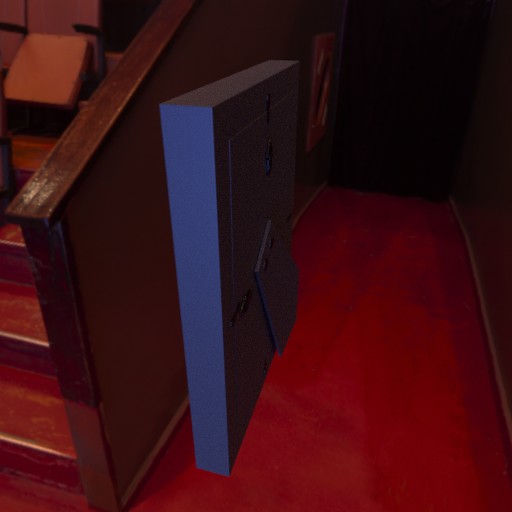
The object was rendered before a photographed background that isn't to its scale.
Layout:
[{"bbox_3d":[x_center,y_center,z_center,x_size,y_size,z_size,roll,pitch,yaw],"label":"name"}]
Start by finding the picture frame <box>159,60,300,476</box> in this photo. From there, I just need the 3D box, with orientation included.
[{"bbox_3d":[0.000,0.000,0.274,0.028,0.208,0.157,8,30,14],"label":"picture frame"}]
